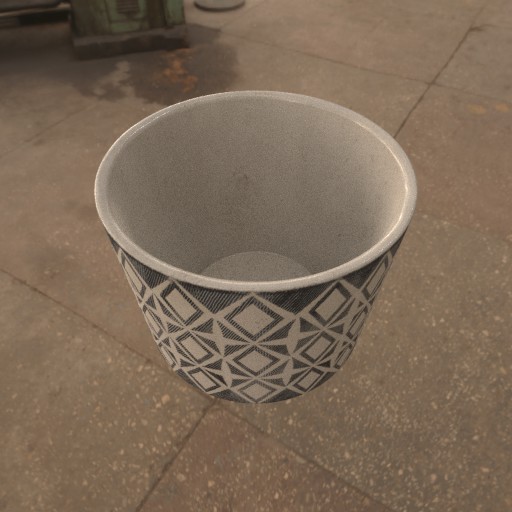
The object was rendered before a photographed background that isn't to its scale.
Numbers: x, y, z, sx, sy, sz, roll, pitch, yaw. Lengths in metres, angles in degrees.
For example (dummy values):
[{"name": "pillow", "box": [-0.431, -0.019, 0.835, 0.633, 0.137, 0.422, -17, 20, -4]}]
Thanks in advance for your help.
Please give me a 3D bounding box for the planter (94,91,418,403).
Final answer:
[{"name": "planter", "box": [0.000, 0.000, 0.447, 0.260, 0.220, 0.260, 0, 47, 0]}]
